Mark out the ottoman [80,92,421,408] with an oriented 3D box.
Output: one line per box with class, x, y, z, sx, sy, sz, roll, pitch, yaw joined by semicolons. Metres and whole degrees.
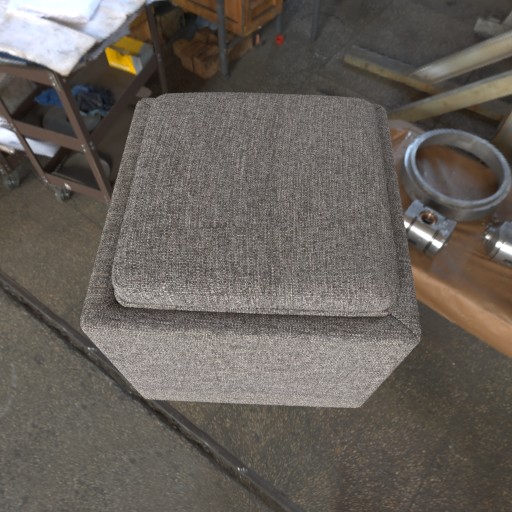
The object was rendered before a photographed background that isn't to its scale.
ottoman;0.000;0.000;0.829;0.450;0.460;0.450;2;59;1
